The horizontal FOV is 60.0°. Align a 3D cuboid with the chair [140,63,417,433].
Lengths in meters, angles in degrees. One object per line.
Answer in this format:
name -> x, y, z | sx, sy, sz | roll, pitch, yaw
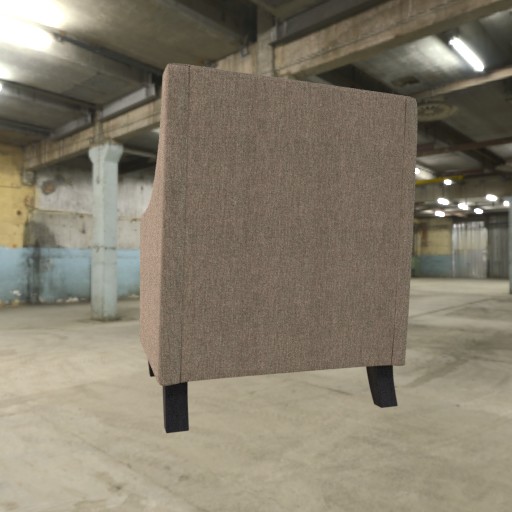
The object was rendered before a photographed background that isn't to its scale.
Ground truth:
chair -> 0.000, 0.000, 1.625 | 0.776, 0.967, 0.884 | 0, -1, -18
